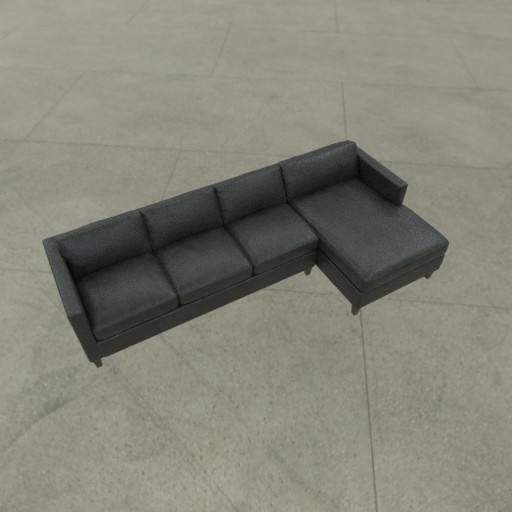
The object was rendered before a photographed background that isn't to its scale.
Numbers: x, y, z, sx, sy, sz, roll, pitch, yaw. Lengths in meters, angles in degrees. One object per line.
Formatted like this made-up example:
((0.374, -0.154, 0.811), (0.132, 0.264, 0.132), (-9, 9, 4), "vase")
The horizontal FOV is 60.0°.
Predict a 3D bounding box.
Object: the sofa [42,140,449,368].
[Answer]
((0.000, 0.000, 3.962), (3.203, 0.883, 1.581), (-22, 49, -20), "sofa")
